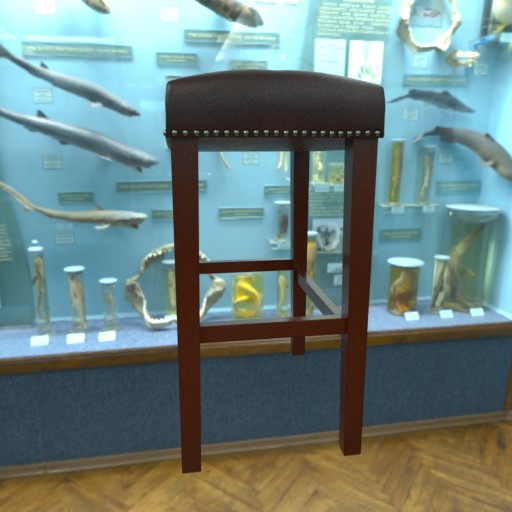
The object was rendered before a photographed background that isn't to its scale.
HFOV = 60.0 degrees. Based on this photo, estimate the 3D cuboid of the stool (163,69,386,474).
[{"bbox_3d":[0.000,0.000,1.025,0.372,0.742,0.504,-2,14,-8],"label":"stool"}]
